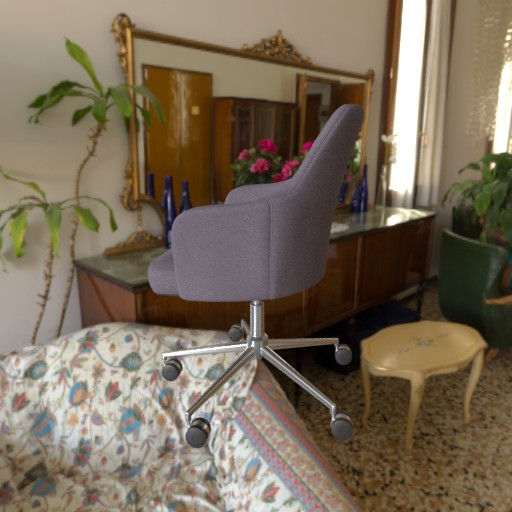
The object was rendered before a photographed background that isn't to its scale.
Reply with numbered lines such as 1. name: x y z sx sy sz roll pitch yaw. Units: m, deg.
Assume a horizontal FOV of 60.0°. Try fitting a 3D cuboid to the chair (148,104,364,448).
1. chair: 0.000 0.000 1.287 0.600 0.820 0.655 2 14 9
